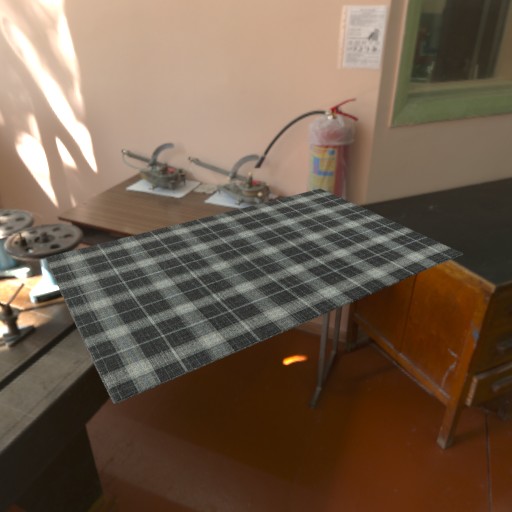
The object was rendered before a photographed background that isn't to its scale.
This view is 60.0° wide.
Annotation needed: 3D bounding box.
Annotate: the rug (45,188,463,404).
[{"bbox_3d":[0.000,0.000,3.023,2.434,0.015,1.520,-18,34,-28],"label":"rug"}]
